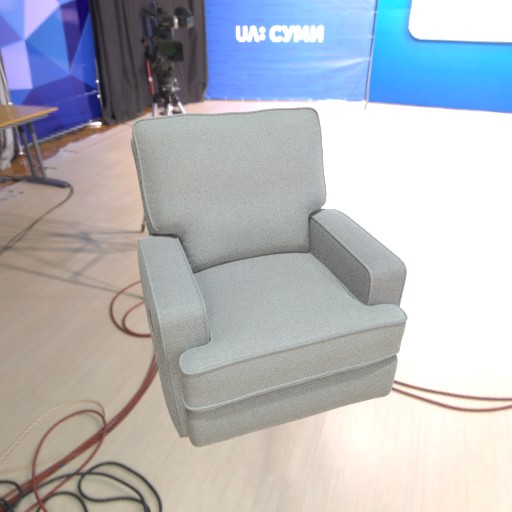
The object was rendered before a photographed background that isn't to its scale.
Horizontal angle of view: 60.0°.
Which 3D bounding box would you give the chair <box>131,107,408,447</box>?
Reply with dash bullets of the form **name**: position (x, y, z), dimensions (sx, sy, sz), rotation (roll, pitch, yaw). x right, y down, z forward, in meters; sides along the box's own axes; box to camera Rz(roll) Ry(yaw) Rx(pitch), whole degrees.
- **chair**: position (0.000, 0.000, 1.691), dimensions (0.861, 0.964, 0.969), rotation (-10, 33, -16)
